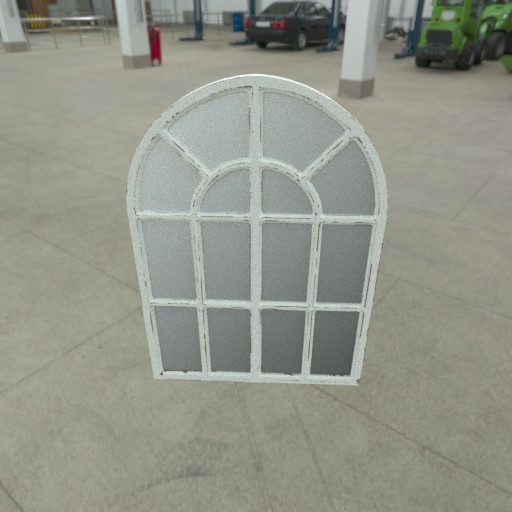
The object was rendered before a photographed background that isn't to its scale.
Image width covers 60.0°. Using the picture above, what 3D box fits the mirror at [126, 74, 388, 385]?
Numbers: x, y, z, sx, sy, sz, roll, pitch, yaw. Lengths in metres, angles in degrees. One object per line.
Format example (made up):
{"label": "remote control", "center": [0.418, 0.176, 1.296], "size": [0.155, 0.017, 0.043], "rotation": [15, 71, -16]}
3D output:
{"label": "mirror", "center": [0.000, 0.000, 1.203], "size": [0.660, 0.920, 0.032], "rotation": [1, 30, 2]}
